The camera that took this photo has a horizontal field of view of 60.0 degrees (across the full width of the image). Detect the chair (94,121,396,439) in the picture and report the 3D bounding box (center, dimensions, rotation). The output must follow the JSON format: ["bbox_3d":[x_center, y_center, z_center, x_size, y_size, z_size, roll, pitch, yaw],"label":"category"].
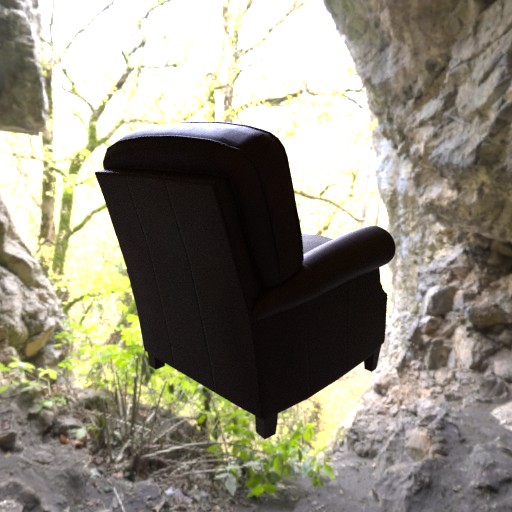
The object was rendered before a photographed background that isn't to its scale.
[{"bbox_3d":[0.000,0.000,1.792,0.936,1.018,0.986,14,19,43],"label":"chair"}]
